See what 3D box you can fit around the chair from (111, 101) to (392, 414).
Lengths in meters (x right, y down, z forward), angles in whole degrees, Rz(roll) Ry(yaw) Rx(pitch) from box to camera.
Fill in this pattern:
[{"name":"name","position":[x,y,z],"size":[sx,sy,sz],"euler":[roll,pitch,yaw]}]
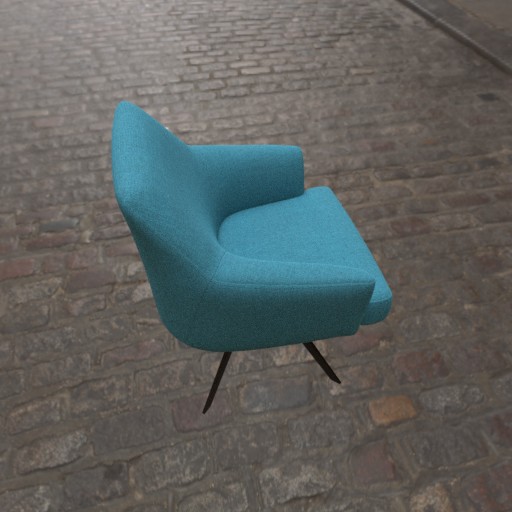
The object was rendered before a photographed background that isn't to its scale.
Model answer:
[{"name":"chair","position":[0.000,0.000,1.346],"size":[0.677,0.874,0.642],"euler":[-9,46,-9]}]
